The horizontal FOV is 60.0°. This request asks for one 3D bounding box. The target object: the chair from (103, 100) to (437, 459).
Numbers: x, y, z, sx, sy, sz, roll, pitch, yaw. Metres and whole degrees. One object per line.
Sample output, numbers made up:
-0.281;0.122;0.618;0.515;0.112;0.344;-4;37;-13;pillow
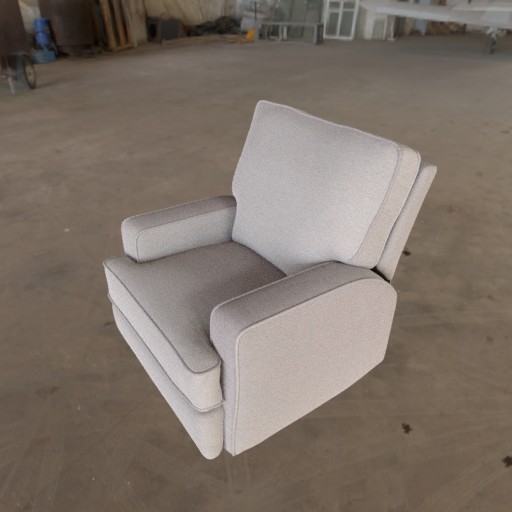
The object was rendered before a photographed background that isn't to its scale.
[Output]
0.000;0.000;1.674;0.969;0.964;0.861;-20;37;-30;chair
